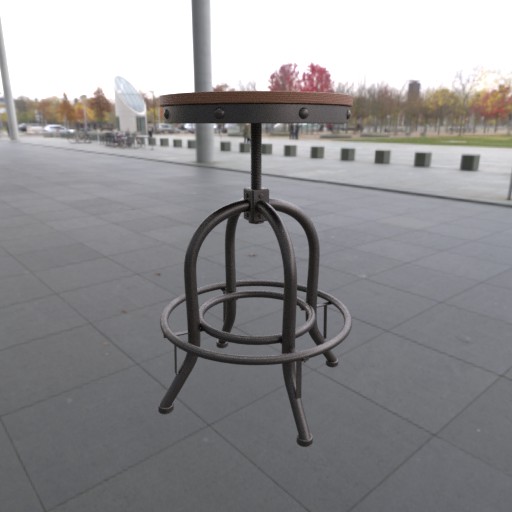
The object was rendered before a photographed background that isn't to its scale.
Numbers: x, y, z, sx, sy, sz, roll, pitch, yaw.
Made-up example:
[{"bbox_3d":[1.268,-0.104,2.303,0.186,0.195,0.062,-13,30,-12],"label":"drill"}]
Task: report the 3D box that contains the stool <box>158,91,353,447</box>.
[{"bbox_3d":[0.000,0.000,0.903,0.439,0.609,0.439,-8,18,-25],"label":"stool"}]
